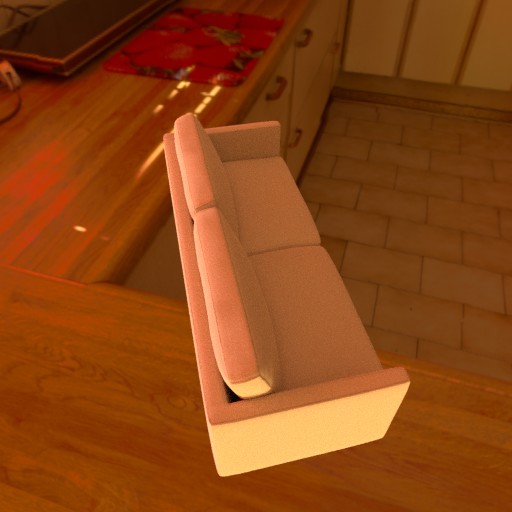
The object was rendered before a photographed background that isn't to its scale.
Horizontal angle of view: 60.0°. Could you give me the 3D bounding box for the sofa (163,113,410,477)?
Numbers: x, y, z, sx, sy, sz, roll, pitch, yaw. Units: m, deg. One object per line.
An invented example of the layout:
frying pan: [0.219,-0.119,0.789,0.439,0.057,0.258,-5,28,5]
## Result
sofa: [0.000,0.000,2.882,0.951,0.968,2.361,-9,47,-9]
